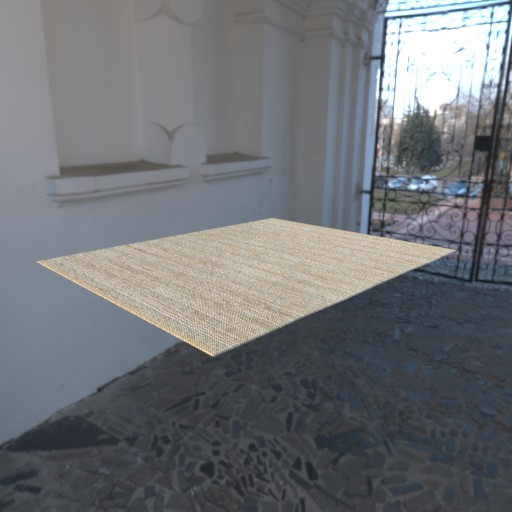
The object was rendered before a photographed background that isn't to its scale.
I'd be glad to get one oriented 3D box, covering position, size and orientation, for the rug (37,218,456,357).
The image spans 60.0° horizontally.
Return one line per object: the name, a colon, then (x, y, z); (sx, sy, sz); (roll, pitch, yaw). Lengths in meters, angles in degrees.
rug: (0.000, 0.000, 4.113); (3.034, 0.012, 2.471); (-15, 21, -43)
